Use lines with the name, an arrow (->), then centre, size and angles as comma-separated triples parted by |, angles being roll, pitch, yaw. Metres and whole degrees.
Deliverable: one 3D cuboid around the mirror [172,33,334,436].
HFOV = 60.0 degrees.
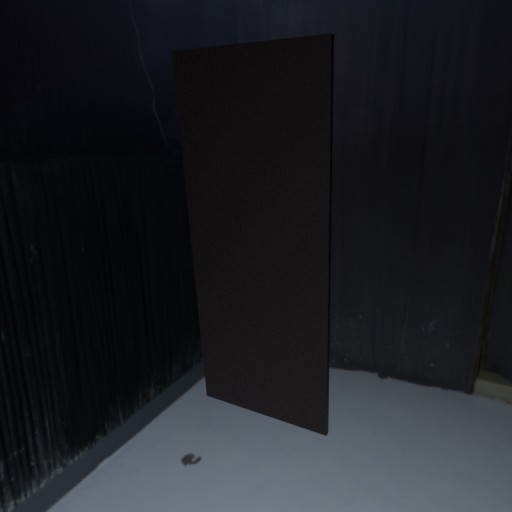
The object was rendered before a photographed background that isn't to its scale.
mirror -> 0.000, 0.000, 2.328 | 0.812, 2.020, 0.221 | 8, 18, 28
